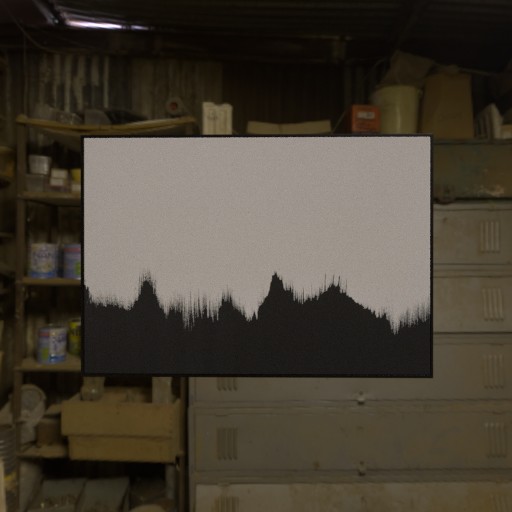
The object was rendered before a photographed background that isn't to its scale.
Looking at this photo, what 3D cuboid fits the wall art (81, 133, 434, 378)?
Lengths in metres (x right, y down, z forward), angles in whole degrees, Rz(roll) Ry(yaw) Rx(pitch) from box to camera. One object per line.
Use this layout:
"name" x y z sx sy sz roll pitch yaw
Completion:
"wall art" 0.000 0.000 1.213 0.957 0.660 0.019 0 0 1
